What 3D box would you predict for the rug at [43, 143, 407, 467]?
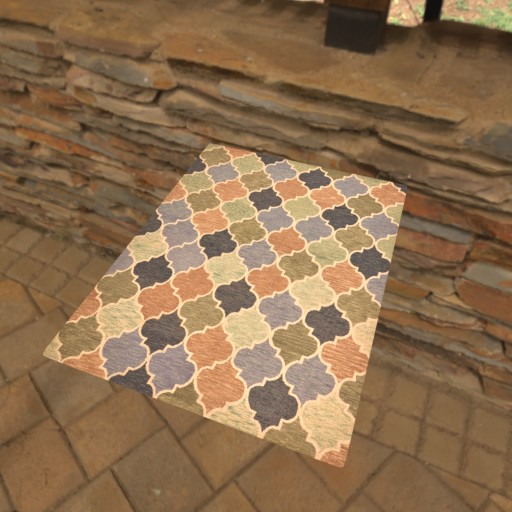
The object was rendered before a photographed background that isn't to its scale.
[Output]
[{"bbox_3d":[0.000,0.000,4.243,2.439,0.013,3.200,15,49,14],"label":"rug"}]
